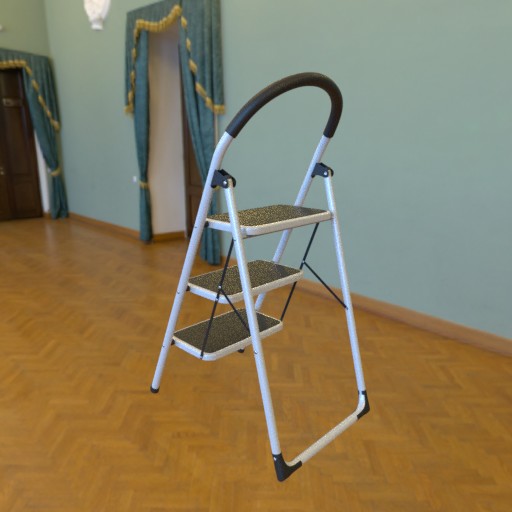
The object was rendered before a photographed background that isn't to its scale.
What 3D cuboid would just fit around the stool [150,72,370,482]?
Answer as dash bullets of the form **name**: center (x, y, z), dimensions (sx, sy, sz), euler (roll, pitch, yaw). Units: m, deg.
- **stool**: center (0.000, 0.000, 1.490), dimensions (0.676, 1.109, 0.485), euler (14, 21, 43)
